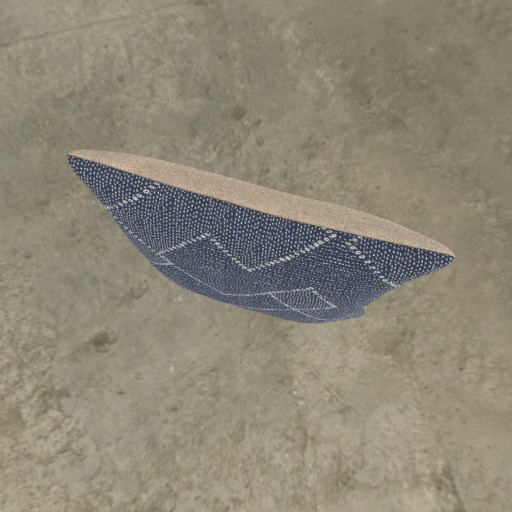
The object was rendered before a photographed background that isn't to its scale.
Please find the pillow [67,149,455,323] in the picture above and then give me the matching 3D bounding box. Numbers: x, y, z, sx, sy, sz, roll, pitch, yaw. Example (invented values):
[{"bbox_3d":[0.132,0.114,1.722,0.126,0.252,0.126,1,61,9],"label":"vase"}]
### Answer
[{"bbox_3d":[0.000,0.000,0.675,0.435,0.428,0.148,15,76,4],"label":"pillow"}]
